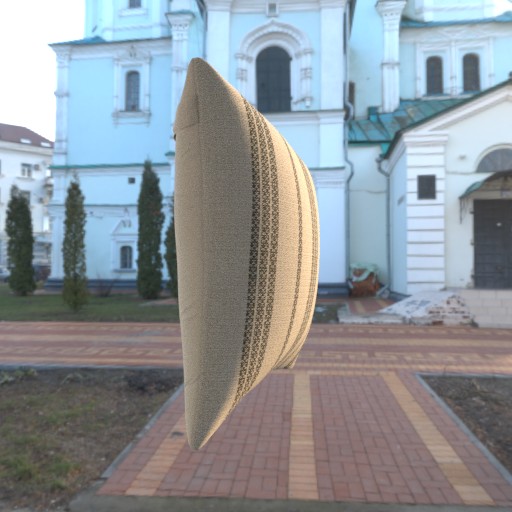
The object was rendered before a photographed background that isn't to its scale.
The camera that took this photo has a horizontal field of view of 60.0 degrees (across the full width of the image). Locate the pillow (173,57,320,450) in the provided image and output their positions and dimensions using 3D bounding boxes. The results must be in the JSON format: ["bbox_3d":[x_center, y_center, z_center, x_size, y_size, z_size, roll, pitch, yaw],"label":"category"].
[{"bbox_3d":[0.000,0.000,0.641,0.173,0.406,0.405,-1,-2,18],"label":"pillow"}]
